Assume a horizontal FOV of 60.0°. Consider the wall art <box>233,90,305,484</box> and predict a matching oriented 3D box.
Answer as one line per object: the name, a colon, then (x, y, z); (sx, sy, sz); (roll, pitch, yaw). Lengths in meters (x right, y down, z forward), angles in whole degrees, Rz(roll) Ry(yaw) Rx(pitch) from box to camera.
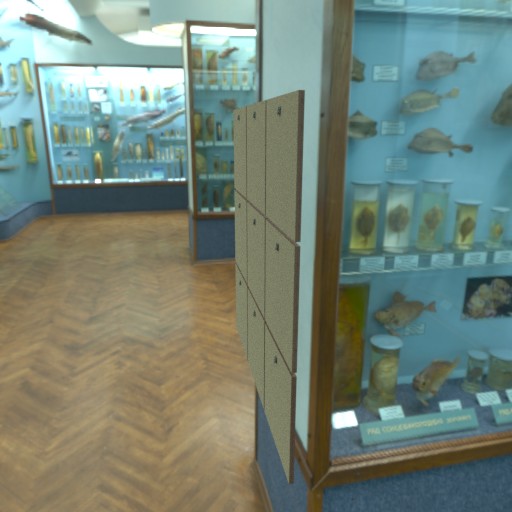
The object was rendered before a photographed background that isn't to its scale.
wall art: (0.000, 0.000, 1.386); (0.018, 0.904, 0.906); (-3, 16, -10)
